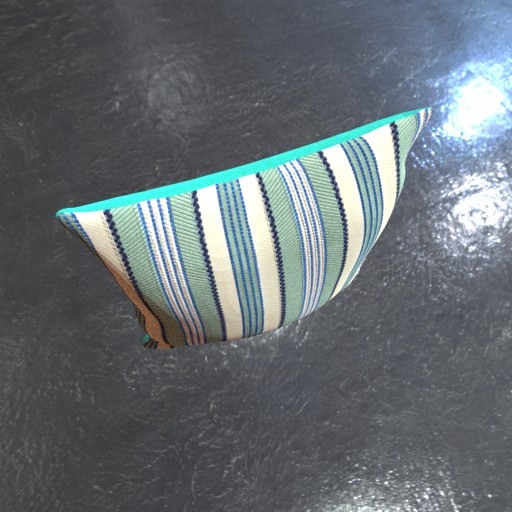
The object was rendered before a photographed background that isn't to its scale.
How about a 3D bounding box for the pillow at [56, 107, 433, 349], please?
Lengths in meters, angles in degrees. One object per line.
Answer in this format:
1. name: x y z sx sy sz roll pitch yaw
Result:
1. pillow: 0.000 0.000 0.658 0.440 0.441 0.182 -18 63 -10
